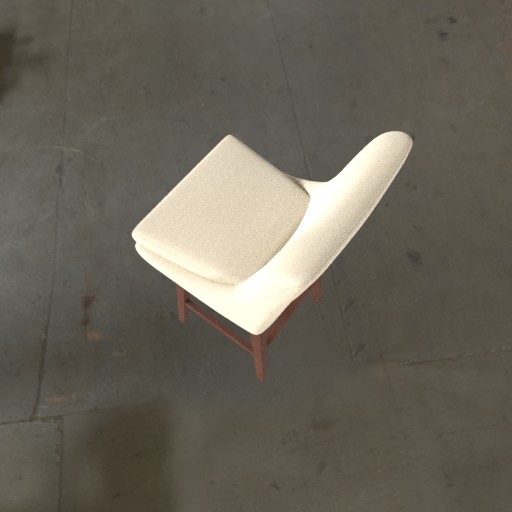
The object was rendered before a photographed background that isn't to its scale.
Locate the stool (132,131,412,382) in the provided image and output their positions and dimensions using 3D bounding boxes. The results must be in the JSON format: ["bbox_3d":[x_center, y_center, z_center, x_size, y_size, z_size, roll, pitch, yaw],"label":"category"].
[{"bbox_3d":[0.000,0.000,1.412,0.559,1.093,0.483,34,68,15],"label":"stool"}]
